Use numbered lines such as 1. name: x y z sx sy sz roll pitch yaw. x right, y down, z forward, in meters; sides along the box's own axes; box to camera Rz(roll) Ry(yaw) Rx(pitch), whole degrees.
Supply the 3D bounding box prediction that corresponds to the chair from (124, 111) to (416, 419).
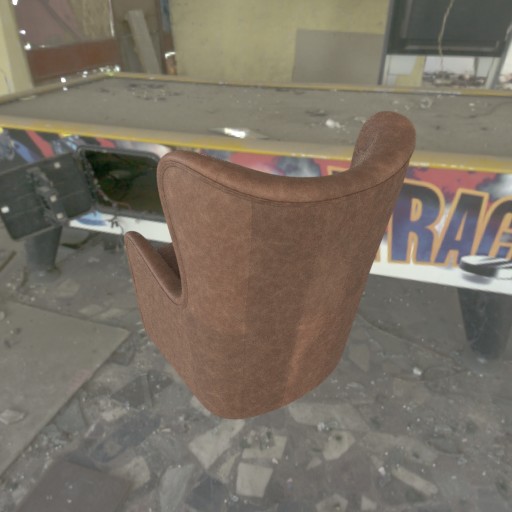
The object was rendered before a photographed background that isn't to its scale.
1. chair: 0.000 0.000 1.720 0.831 1.079 0.930 -19 35 -30
